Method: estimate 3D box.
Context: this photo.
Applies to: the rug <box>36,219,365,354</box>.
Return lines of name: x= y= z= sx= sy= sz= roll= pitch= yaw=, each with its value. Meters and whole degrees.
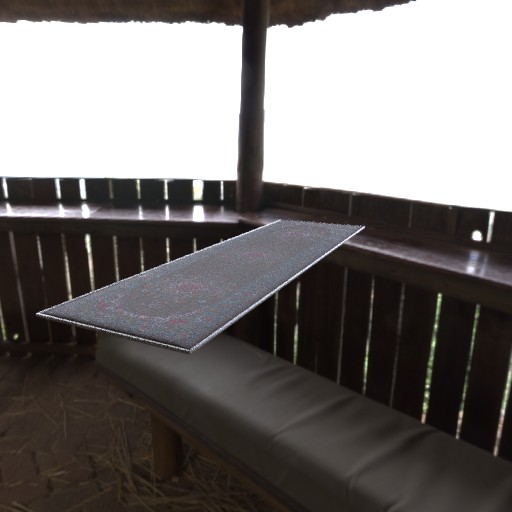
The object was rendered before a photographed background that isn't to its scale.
rug: x=0.000 y=0.000 z=1.984 sx=0.553 sy=0.012 sz=1.827 roll=7 pitch=16 yaw=26
